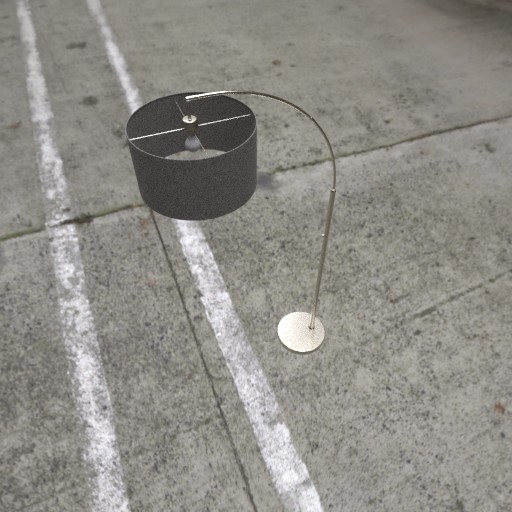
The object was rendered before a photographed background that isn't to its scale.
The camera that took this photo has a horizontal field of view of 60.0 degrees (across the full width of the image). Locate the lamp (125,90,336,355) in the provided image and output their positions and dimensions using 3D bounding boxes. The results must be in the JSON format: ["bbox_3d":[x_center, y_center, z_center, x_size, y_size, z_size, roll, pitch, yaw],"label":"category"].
[{"bbox_3d":[0.000,0.000,2.162,0.934,1.735,0.452,-17,49,-15],"label":"lamp"}]
